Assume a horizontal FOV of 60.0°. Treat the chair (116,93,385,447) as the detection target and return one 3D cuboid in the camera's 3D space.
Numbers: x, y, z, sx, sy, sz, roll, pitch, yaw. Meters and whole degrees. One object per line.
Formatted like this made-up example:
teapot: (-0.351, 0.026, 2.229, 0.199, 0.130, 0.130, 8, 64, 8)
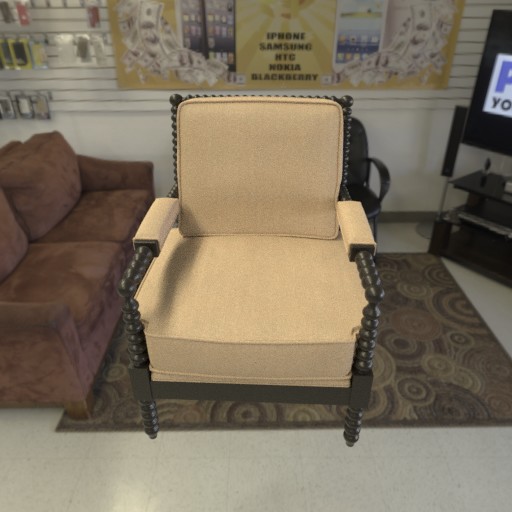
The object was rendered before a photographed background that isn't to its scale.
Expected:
chair: (0.000, 0.000, 1.162, 0.555, 0.703, 0.657, 1, 30, 2)
